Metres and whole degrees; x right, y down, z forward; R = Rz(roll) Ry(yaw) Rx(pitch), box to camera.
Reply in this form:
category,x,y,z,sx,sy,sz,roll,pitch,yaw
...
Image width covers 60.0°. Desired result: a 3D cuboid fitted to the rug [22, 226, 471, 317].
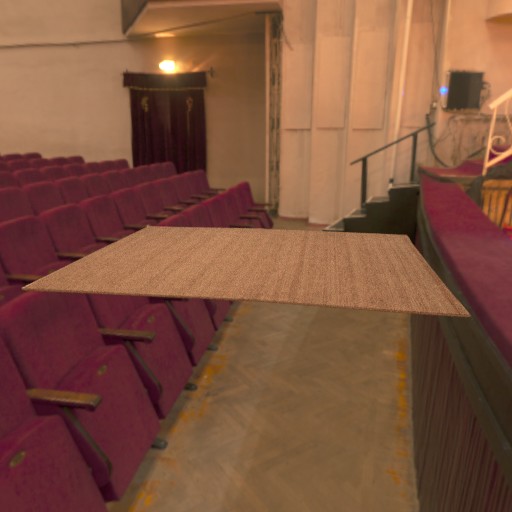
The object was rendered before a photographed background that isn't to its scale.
category,x,y,z,sx,sy,sz,roll,pitch,yaw
rug,0.000,0.000,5.016,3.778,0.053,2.873,3,15,9
